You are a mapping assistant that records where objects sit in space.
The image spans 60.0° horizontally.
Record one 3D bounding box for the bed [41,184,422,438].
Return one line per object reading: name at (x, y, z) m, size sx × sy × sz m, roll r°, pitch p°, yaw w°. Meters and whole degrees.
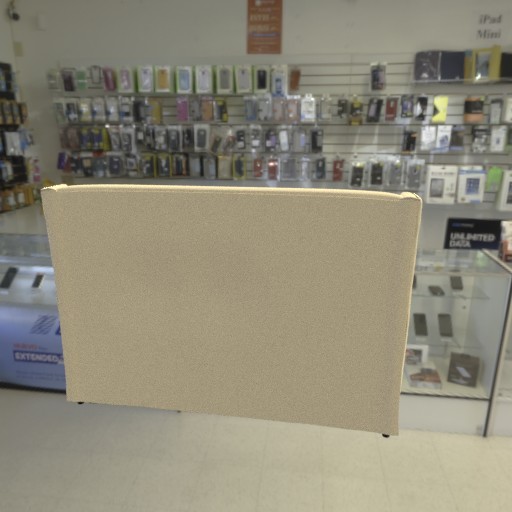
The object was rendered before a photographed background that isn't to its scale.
bed at (0.000, 0.000, 3.387) m, size 1.925 × 1.332 × 2.276 m, roll 3°, pitch 17°, yaw 9°
